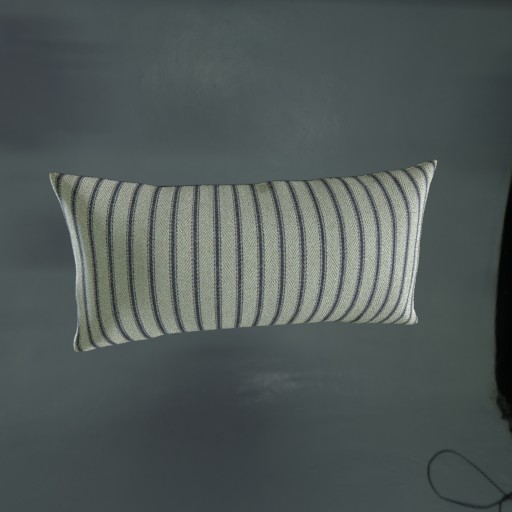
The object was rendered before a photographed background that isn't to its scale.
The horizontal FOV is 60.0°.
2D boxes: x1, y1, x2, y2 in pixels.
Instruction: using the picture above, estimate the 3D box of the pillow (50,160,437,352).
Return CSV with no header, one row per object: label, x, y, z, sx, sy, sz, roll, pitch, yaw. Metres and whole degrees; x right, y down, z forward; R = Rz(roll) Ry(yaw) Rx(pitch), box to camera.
pillow,0.000,0.000,0.732,0.609,0.305,0.151,-3,16,-9
